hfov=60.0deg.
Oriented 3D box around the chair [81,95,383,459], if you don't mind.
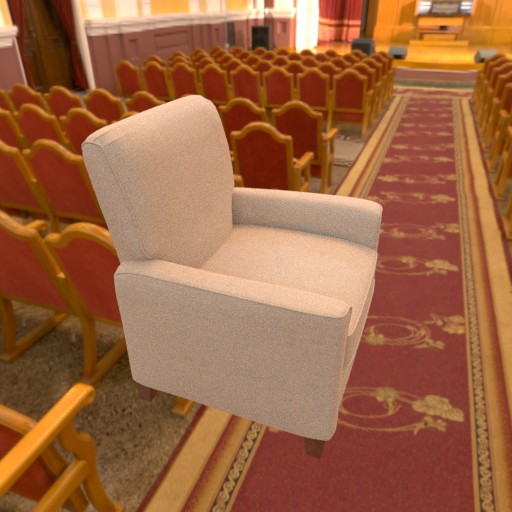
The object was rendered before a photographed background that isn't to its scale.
[{"bbox_3d":[0.000,0.000,1.652,0.858,1.023,0.841,11,32,18],"label":"chair"}]
